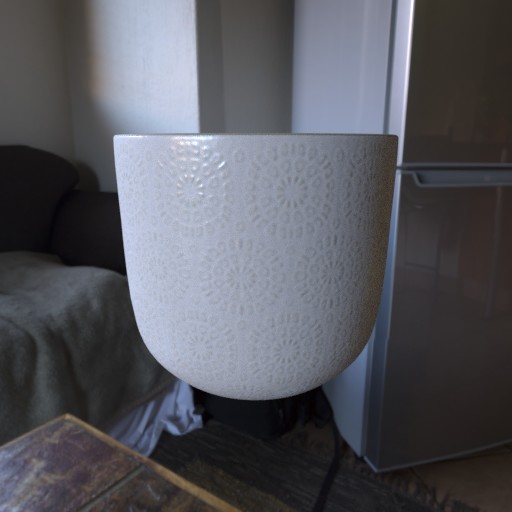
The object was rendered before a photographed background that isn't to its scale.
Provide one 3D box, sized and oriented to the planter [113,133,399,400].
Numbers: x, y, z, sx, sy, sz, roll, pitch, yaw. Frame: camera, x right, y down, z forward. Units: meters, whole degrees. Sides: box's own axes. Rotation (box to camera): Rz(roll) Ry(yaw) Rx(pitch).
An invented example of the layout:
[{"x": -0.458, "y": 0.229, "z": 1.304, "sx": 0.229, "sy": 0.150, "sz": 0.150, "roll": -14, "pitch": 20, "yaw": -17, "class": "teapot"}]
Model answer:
[{"x": 0.000, "y": 0.000, "z": 0.361, "sx": 0.208, "sy": 0.190, "sz": 0.208, "roll": 0, "pitch": 15, "yaw": 0, "class": "planter"}]
